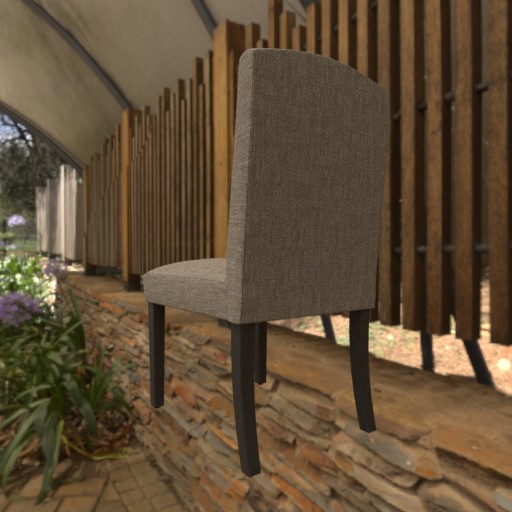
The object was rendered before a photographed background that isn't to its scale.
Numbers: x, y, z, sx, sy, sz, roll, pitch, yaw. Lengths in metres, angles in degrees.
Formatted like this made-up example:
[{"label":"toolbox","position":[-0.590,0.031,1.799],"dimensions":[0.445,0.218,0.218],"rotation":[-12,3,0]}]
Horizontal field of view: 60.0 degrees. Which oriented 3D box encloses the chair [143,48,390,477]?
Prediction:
[{"label":"chair","position":[0.000,0.000,1.247],"dimensions":[0.451,0.917,0.580],"rotation":[-1,1,-36]}]
